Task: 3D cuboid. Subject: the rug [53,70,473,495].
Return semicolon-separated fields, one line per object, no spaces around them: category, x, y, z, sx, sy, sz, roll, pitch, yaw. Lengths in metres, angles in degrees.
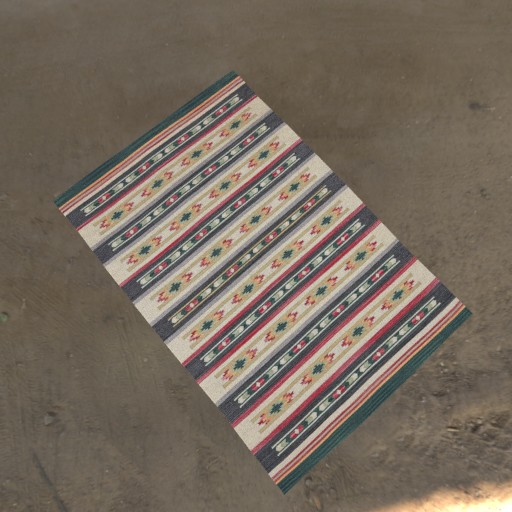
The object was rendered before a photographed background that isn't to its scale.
rug;0.000;0.000;2.220;1.221;0.009;1.825;-40;79;-10
